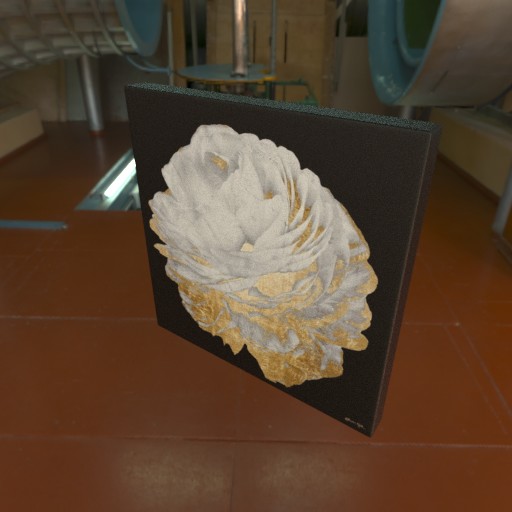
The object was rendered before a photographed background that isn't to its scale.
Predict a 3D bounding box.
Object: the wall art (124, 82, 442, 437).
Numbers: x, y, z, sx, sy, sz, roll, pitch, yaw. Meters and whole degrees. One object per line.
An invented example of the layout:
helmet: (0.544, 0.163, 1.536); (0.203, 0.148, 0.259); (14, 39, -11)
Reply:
wall art: (0.000, 0.000, 0.603); (0.406, 0.407, 0.041); (20, 36, 30)
